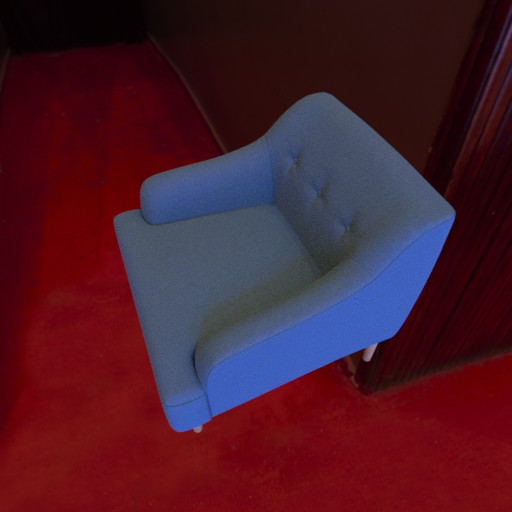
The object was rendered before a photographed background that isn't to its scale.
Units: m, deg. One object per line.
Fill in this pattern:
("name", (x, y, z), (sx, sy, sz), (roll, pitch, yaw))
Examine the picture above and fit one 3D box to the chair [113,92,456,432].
("chair", (0.000, 0.000, 1.682), (0.951, 0.818, 0.946), (-16, 49, -15))
